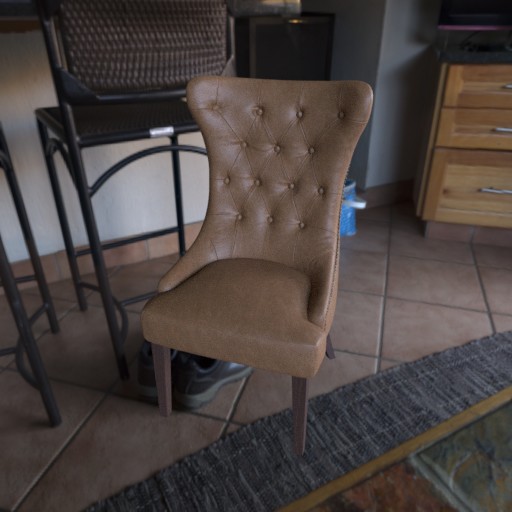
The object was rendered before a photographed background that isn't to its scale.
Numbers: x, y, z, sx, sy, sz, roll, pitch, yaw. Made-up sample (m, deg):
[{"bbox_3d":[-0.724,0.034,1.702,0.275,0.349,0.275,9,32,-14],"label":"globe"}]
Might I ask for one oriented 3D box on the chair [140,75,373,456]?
[{"bbox_3d":[0.000,0.000,1.476,0.611,1.065,0.669,9,29,17],"label":"chair"}]
